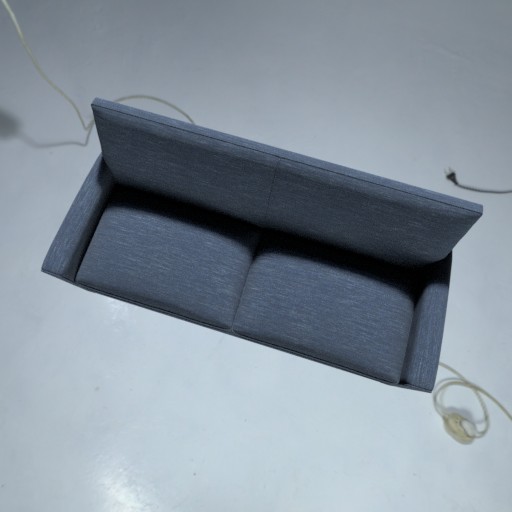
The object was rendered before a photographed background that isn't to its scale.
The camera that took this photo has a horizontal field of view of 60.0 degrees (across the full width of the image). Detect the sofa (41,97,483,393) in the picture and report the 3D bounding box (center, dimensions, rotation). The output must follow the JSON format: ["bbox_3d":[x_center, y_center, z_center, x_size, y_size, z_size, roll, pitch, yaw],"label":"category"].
[{"bbox_3d":[0.000,0.000,2.377,1.976,0.846,0.875,17,76,4],"label":"sofa"}]
